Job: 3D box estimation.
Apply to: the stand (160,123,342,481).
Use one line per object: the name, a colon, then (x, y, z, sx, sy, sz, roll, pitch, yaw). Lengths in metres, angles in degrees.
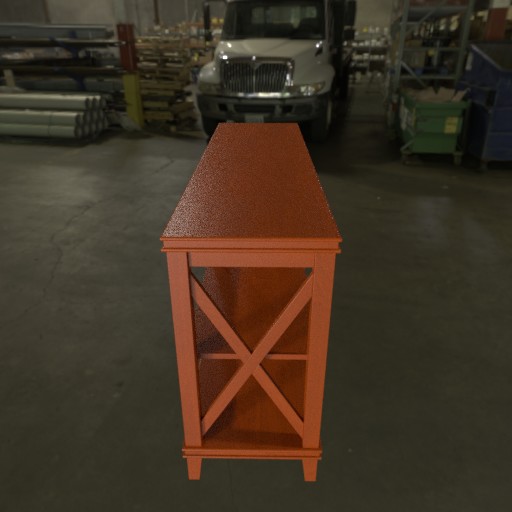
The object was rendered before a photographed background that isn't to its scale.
stand: (0.000, 0.000, 1.705, 0.381, 0.762, 1.372, 0, 26, 1)
